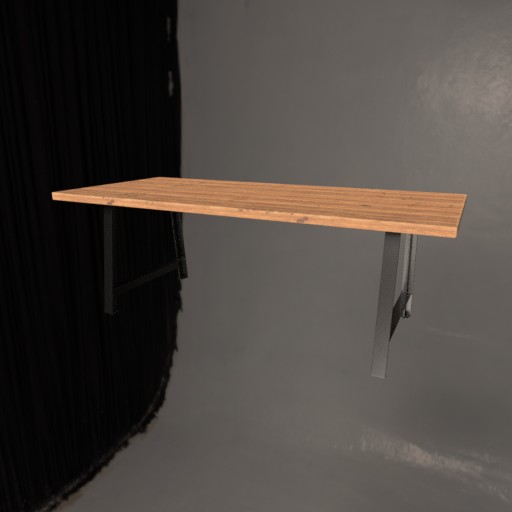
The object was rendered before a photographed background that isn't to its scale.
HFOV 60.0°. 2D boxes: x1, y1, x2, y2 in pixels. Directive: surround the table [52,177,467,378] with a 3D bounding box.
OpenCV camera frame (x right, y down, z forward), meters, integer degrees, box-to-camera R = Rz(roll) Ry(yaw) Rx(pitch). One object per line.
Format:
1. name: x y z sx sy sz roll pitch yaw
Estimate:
1. table: 0.000 0.000 2.678 2.200 0.757 1.000 8 18 25
